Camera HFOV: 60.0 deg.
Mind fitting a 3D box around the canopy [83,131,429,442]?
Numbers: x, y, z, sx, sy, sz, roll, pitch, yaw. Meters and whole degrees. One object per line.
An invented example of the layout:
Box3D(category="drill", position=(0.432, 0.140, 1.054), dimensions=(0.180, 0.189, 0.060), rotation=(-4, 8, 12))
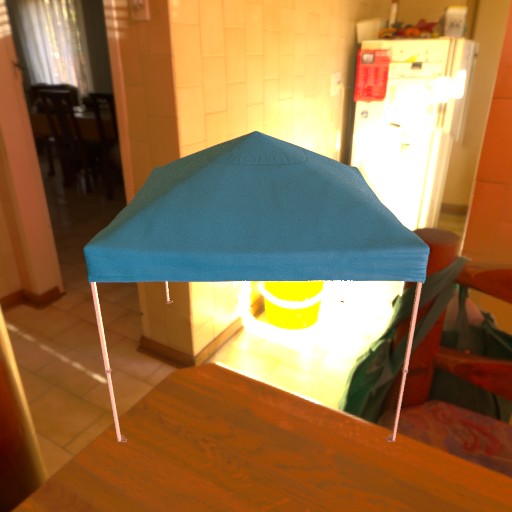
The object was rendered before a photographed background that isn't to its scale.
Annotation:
Box3D(category="canopy", position=(0.000, 0.000, 5.446), dimensions=(2.998, 2.997, 2.996), rotation=(0, 24, 0))
